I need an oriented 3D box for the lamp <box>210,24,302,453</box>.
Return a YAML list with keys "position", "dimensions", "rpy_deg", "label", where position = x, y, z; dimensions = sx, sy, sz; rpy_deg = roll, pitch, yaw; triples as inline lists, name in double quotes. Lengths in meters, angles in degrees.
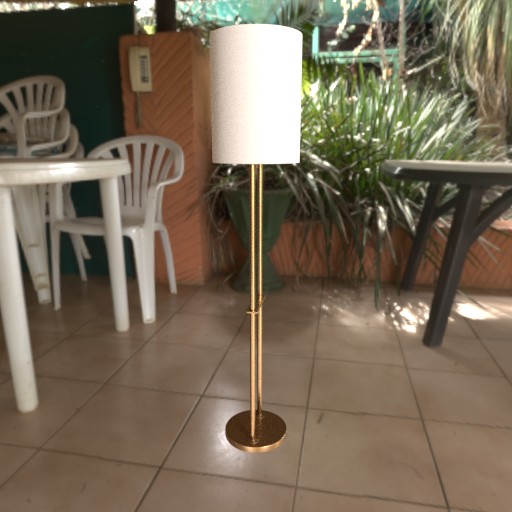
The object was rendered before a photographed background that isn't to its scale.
- position: [0.000, 0.000, 1.647]
  dimensions: [0.305, 1.500, 0.306]
  rpy_deg: [2, 14, 9]
  label: "lamp"
